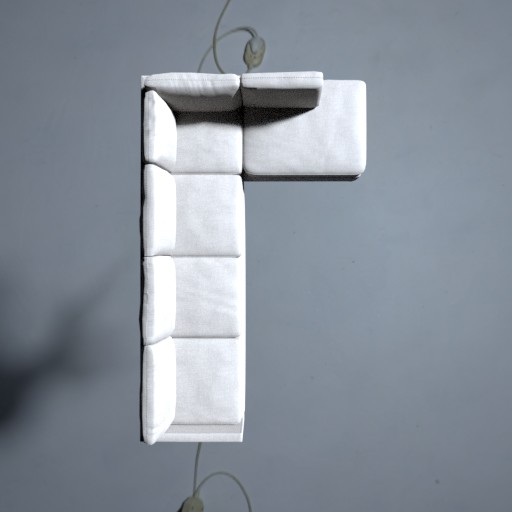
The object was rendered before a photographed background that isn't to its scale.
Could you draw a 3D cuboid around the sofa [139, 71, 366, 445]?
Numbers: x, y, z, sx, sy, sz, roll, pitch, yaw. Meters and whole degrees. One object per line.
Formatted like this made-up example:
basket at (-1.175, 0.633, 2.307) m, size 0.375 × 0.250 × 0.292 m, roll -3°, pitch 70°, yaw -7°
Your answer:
sofa at (0.000, 0.000, 4.213) m, size 2.077 × 0.964 × 3.331 m, roll 0°, pitch 89°, yaw 0°
